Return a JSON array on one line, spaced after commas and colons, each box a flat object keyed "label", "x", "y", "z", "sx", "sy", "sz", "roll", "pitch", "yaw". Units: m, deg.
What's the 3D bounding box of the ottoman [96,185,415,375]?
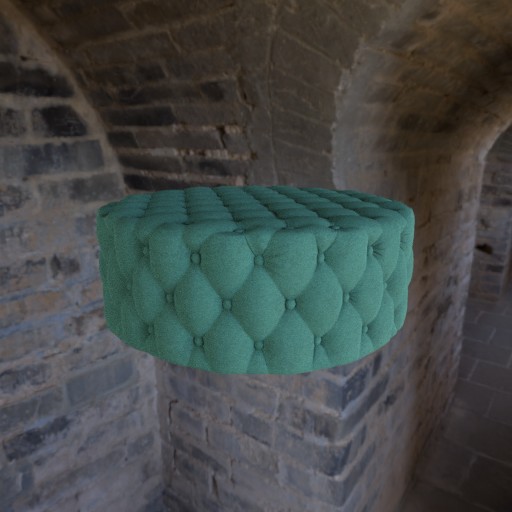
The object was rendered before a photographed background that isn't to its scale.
[{"label": "ottoman", "x": 0.000, "y": 0.000, "z": 1.479, "sx": 0.998, "sy": 0.399, "sz": 0.998, "roll": 0, "pitch": 15, "yaw": 0}]
